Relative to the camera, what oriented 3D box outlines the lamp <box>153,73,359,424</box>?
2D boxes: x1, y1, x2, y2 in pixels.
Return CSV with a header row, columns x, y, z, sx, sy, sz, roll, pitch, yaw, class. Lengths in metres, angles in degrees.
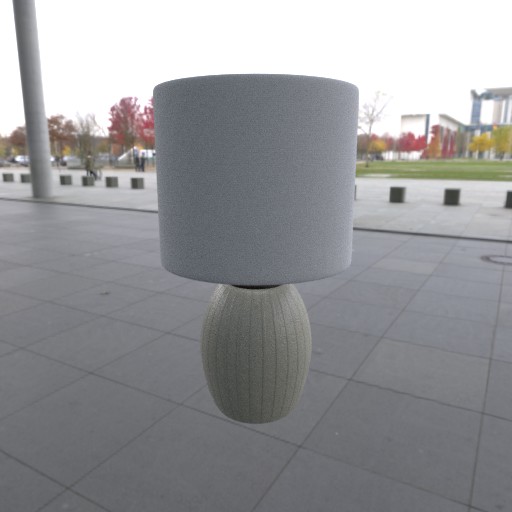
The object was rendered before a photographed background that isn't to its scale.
x,y,z,sx,sy,sz,roll,pitch,yaw,class
0.000,0.000,0.781,0.329,0.570,0.329,-12,18,-43,lamp
